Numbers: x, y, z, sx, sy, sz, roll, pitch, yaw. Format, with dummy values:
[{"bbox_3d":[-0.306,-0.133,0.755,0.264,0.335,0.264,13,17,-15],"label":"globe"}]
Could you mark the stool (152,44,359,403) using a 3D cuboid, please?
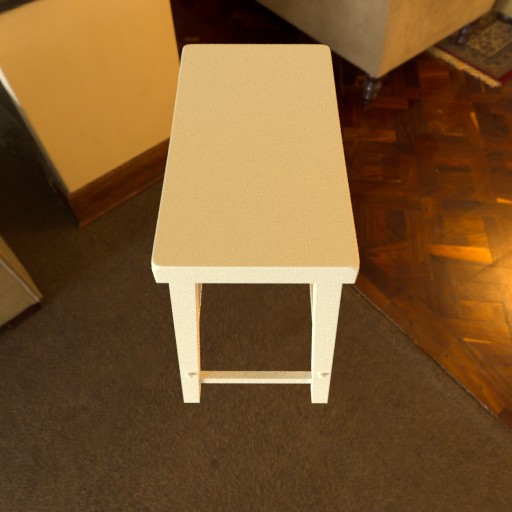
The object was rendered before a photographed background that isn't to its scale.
[{"bbox_3d":[0.000,0.000,0.848,0.322,0.610,0.406,0,58,0],"label":"stool"}]
